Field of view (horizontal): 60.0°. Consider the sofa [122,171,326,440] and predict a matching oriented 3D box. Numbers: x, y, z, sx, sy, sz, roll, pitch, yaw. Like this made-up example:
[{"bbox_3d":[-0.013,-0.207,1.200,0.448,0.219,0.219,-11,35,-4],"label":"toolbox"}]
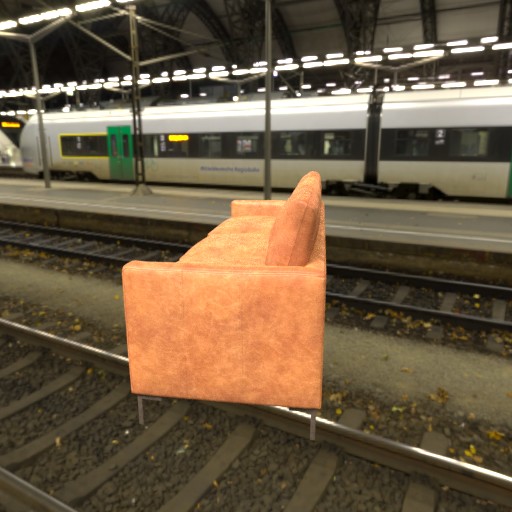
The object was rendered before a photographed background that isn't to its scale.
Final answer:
[{"bbox_3d":[0.000,0.000,2.473,0.748,0.863,2.029,2,14,8],"label":"sofa"}]
